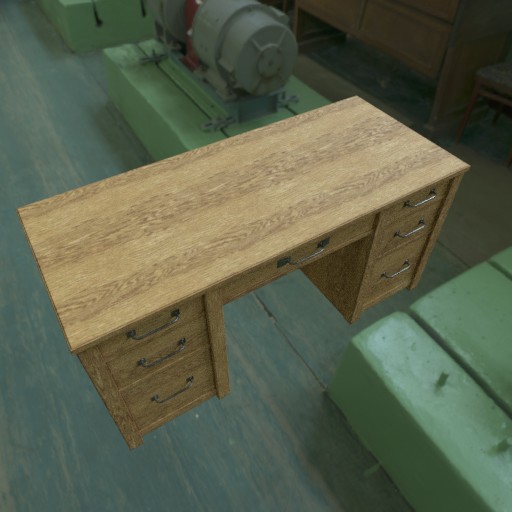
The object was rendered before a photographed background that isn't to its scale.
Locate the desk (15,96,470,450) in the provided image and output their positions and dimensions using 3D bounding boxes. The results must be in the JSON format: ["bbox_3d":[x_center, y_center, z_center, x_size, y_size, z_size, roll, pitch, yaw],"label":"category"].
[{"bbox_3d":[0.000,0.000,1.914,1.567,0.751,0.685,-24,51,-21],"label":"desk"}]
